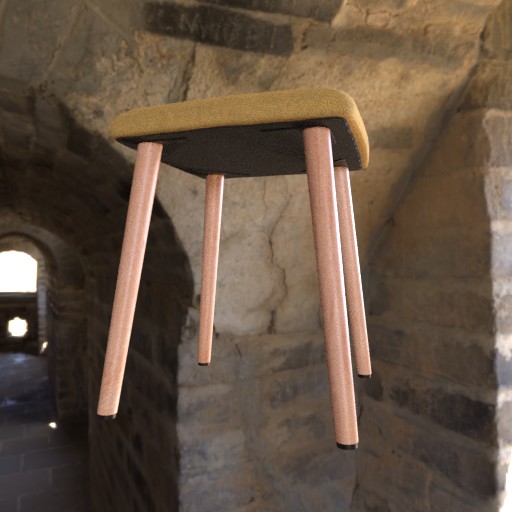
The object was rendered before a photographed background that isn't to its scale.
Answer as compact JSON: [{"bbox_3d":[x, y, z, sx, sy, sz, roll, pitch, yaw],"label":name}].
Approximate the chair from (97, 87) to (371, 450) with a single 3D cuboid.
[{"bbox_3d":[0.000,0.000,0.710,0.350,0.440,0.350,0,-1,17],"label":"chair"}]
